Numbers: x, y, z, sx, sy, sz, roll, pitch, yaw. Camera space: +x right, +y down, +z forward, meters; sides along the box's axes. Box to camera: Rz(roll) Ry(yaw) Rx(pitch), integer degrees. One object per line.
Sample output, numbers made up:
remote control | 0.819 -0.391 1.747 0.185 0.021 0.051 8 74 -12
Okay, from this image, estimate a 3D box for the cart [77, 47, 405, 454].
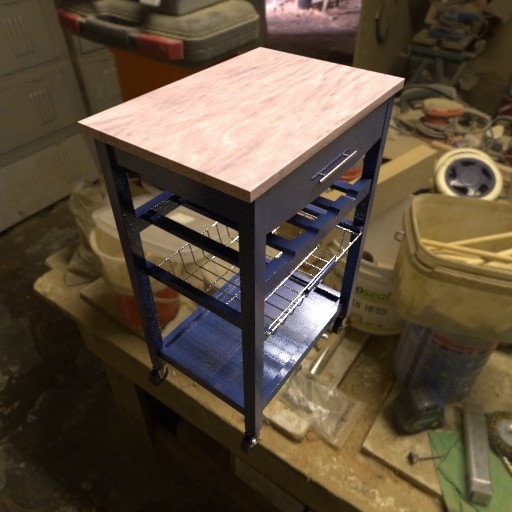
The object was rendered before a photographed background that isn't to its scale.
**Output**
cart | 0.000 0.000 1.171 0.403 0.839 0.584 26 47 27
